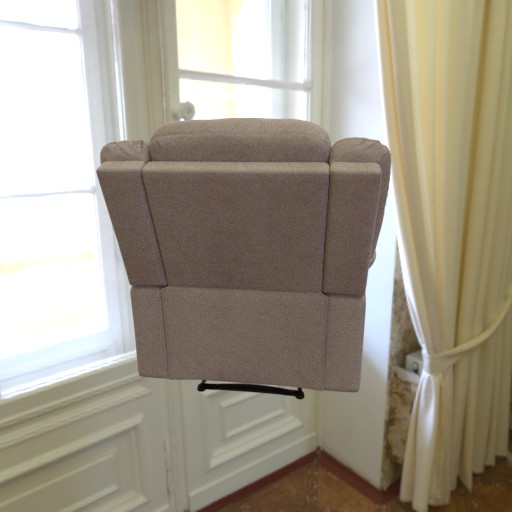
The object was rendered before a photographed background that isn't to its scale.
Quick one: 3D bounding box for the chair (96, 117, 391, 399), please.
[{"bbox_3d":[0.000,0.000,1.742,0.899,1.008,0.944,2,14,8],"label":"chair"}]
